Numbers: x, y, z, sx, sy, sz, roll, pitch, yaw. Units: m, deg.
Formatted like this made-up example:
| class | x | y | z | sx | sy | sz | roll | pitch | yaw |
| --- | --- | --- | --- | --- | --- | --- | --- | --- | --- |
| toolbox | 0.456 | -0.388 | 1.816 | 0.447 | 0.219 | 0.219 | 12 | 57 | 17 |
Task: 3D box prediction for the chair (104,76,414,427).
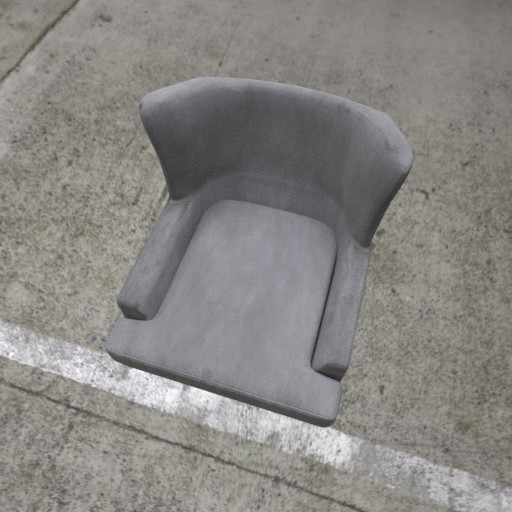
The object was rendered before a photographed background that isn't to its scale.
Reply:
| class | x | y | z | sx | sy | sz | roll | pitch | yaw |
| --- | --- | --- | --- | --- | --- | --- | --- | --- | --- |
| chair | 0.000 | 0.000 | 1.547 | 0.784 | 0.950 | 0.906 | 15 | 60 | 9 |
